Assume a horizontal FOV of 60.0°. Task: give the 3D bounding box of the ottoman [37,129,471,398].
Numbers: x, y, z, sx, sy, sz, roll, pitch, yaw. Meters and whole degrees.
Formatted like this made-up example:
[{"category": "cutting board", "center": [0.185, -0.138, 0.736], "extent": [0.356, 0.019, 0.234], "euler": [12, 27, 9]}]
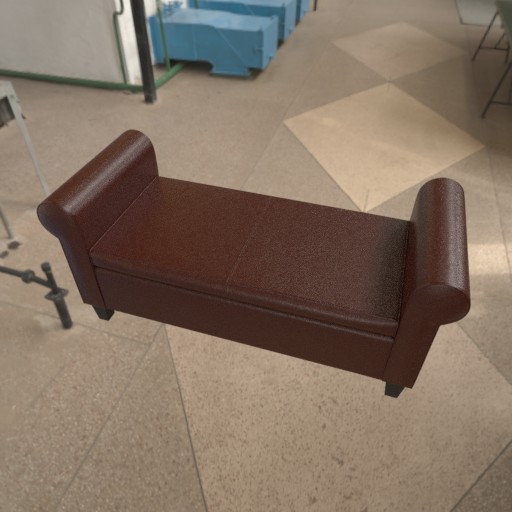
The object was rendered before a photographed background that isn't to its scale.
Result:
[{"category": "ottoman", "center": [0.000, 0.000, 1.539], "extent": [1.256, 0.547, 0.521], "euler": [12, 43, 13]}]
